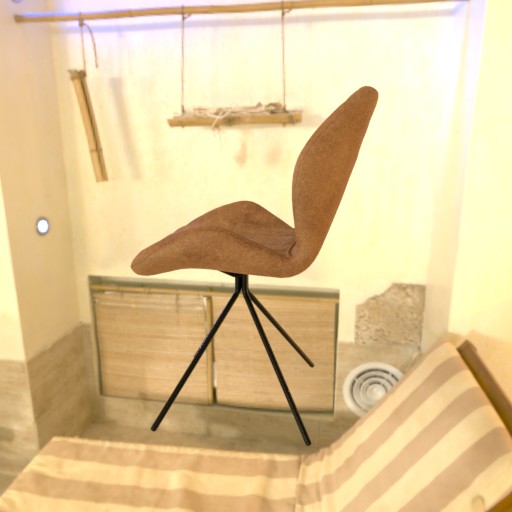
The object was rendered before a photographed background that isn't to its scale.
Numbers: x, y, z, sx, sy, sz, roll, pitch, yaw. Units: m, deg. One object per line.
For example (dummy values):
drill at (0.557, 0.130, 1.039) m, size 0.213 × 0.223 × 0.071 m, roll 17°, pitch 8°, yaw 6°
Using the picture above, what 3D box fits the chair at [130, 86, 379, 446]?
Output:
chair at (0.000, 0.000, 1.306) m, size 0.640 × 0.929 × 0.527 m, roll 2°, pitch 14°, yaw 8°
